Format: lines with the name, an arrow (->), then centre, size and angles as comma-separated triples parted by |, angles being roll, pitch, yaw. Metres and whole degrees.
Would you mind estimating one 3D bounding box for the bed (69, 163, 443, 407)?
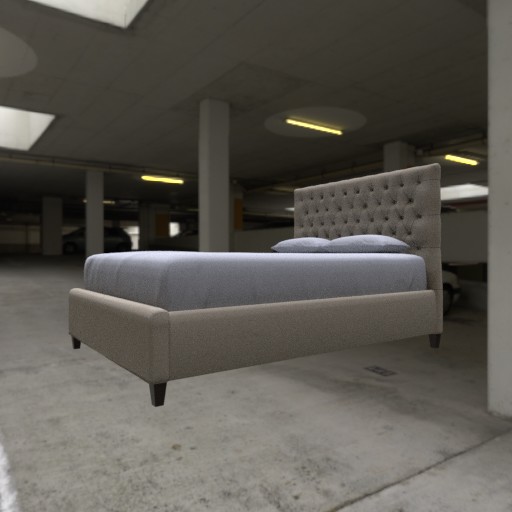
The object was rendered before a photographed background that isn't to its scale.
bed -> 0.000, 0.000, 3.435 | 2.387, 1.427, 1.698 | 0, 0, -35
